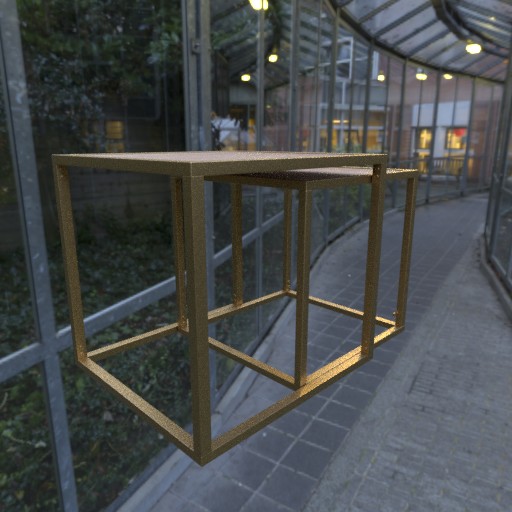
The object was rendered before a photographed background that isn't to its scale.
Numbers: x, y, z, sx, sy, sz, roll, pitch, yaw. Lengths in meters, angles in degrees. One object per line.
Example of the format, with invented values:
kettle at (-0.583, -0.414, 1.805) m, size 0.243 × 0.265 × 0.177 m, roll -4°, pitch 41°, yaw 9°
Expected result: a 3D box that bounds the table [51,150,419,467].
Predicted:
table at (0.000, 0.000, 1.116) m, size 0.505 × 0.505 × 0.762 m, roll 14°, pitch 20°, yaw 43°
